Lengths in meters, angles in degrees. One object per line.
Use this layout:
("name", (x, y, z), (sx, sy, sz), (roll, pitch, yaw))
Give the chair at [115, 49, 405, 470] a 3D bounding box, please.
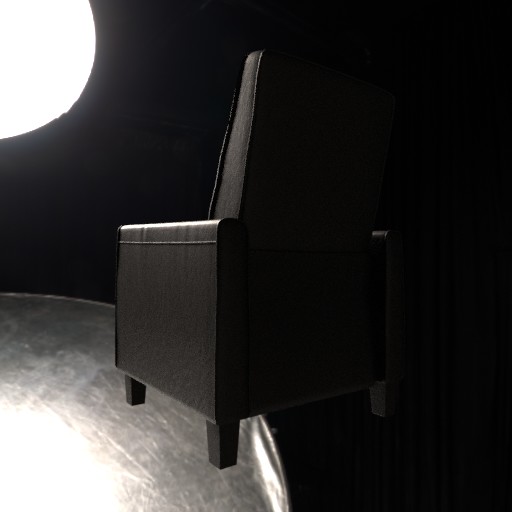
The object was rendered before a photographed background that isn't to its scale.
("chair", (0.000, 0.000, 1.476), (0.705, 1.013, 0.746), (1, -2, -36))
